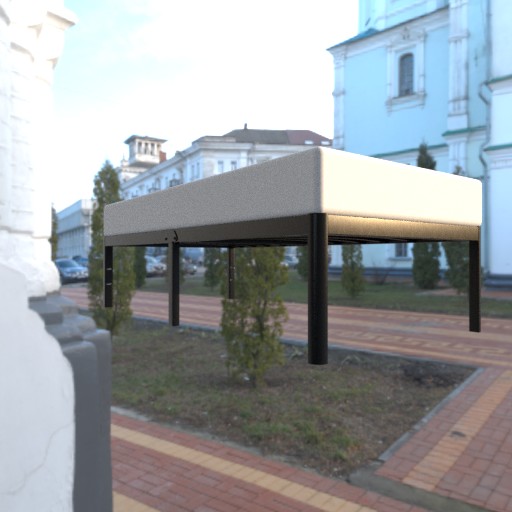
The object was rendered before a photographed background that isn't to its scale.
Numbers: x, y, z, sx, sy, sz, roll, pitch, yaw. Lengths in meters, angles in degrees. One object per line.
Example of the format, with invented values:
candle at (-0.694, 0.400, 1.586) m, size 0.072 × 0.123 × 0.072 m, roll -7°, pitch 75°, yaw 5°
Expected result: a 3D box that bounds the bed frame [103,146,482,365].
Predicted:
bed frame at (0.000, 0.000, 2.391) m, size 1.023 × 0.659 × 1.950 m, roll 0°, pitch 0°, yaw -37°
